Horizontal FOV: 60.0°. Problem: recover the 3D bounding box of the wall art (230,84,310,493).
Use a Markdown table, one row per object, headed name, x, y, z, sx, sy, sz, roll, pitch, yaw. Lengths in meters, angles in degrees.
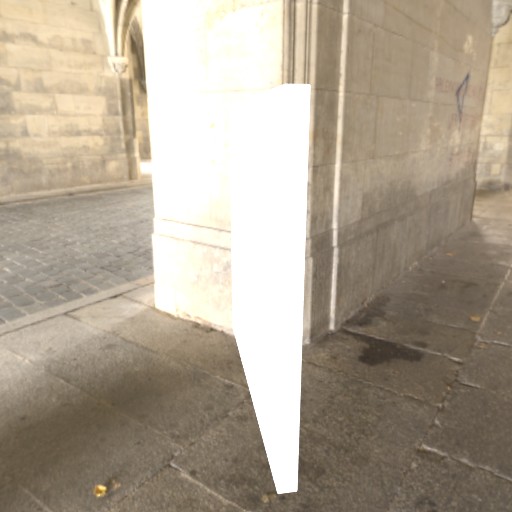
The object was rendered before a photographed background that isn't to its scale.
| name | x | y | z | sx | sy | sz | roll | pitch | yaw |
| --- | --- | --- | --- | --- | --- | --- | --- | --- | --- |
| wall art | 0.000 | 0.000 | 1.135 | 0.040 | 0.762 | 0.762 | -3 | 17 | -9 |
